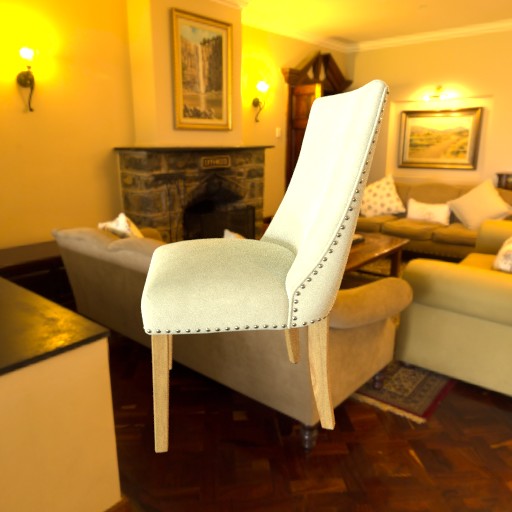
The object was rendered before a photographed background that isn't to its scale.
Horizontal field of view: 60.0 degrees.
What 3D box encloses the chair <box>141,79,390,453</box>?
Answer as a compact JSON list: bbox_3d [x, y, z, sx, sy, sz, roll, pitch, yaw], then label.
[{"bbox_3d":[0.000,0.000,1.265,0.610,0.902,0.495,-2,15,-9],"label":"chair"}]
